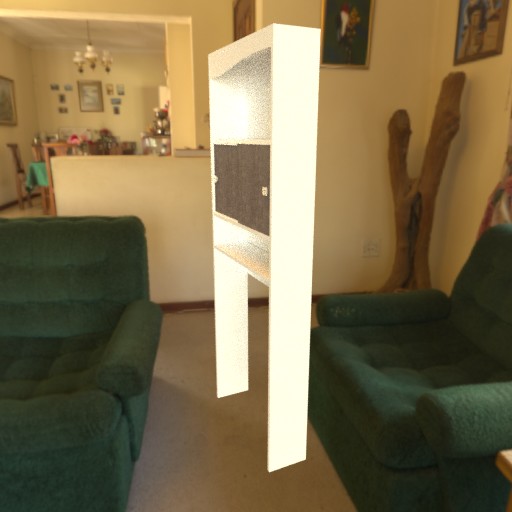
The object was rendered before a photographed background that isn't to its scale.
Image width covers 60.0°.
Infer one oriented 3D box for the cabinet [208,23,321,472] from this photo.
[{"bbox_3d":[0.000,0.000,2.013,0.192,1.770,0.643,-7,17,-24],"label":"cabinet"}]
